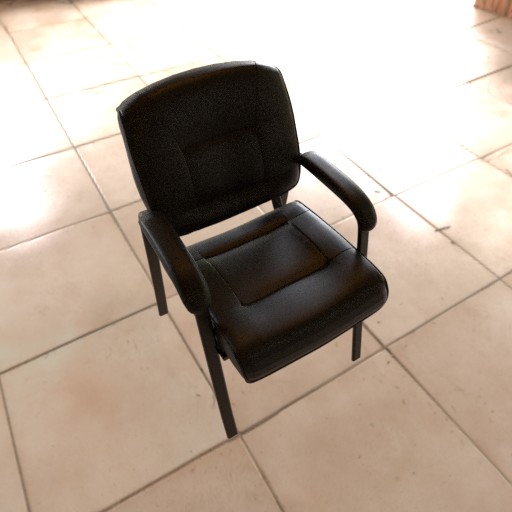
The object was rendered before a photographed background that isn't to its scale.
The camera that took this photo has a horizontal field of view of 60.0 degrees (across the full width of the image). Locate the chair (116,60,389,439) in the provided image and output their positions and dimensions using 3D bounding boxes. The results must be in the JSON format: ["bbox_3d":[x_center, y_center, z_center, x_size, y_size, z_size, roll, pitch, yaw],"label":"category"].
[{"bbox_3d":[0.000,0.000,1.328,0.591,0.910,0.668,-25,52,-21],"label":"chair"}]
